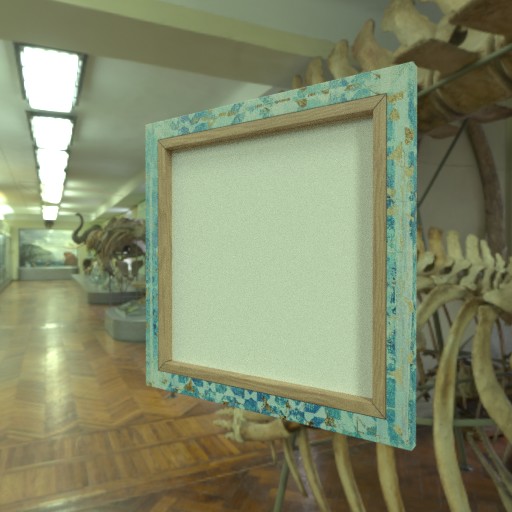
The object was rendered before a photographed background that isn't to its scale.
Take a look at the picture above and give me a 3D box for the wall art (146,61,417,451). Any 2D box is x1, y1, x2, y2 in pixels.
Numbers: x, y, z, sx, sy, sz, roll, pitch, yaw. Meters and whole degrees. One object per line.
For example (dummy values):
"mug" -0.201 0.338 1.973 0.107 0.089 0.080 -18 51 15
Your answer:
"wall art" 0.000 0.000 1.315 0.916 0.916 0.040 0 1 34
